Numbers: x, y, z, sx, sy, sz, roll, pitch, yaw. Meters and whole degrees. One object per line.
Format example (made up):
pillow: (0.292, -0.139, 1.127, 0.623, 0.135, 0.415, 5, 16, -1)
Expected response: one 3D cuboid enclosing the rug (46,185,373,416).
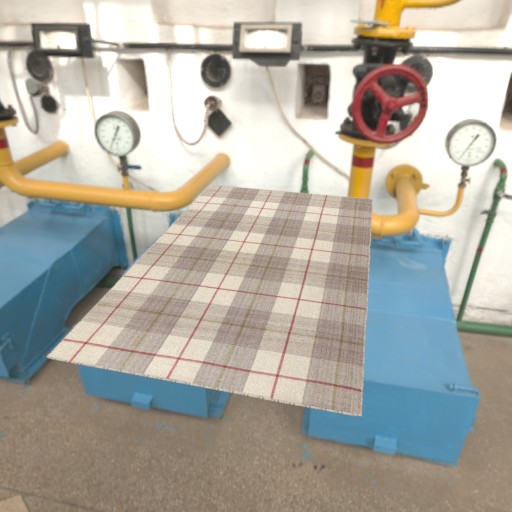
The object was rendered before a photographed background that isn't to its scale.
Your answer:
rug: (0.000, 0.000, 3.069, 1.549, 0.010, 2.464, 7, 30, 12)
